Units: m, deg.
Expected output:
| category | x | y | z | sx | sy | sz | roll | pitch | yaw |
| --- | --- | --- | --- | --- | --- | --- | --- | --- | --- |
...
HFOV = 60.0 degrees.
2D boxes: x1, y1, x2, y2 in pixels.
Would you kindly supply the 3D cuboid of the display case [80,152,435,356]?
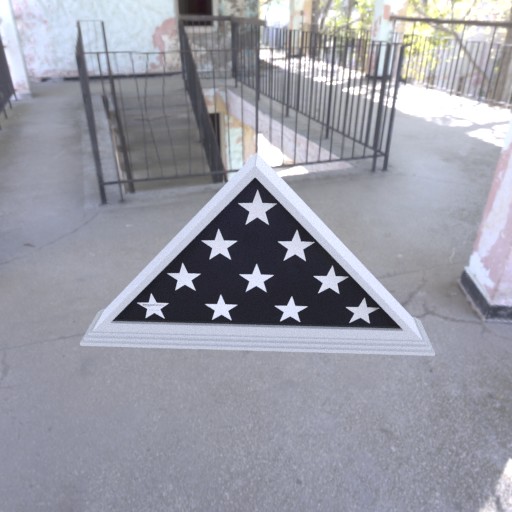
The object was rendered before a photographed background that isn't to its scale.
| category | x | y | z | sx | sy | sz | roll | pitch | yaw |
| --- | --- | --- | --- | --- | --- | --- | --- | --- | --- |
| display case | 0.000 | 0.000 | 0.757 | 0.640 | 0.340 | 0.095 | 1 | 30 | 2 |
